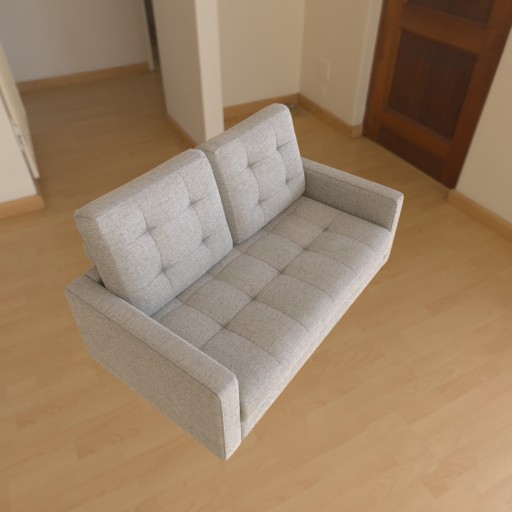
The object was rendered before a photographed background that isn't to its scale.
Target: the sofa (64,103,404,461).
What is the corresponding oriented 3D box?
[{"bbox_3d":[0.000,0.000,1.991,0.842,0.907,1.407,26,47,27],"label":"sofa"}]
